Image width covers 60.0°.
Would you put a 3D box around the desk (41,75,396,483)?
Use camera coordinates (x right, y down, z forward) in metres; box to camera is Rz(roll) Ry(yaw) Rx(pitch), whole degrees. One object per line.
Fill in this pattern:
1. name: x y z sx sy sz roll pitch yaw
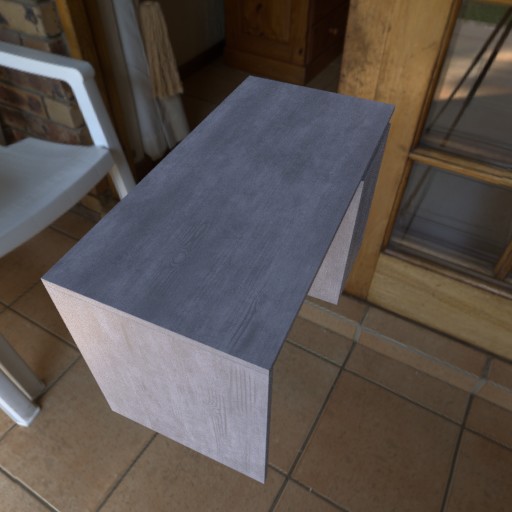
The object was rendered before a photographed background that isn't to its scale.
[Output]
1. desk: 0.000 0.000 1.629 0.600 0.740 1.200 18 49 16
